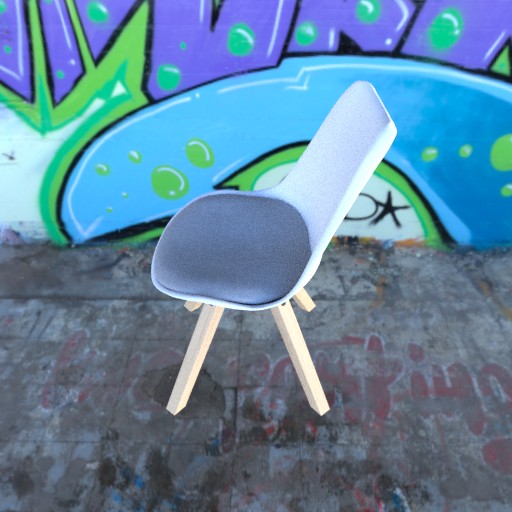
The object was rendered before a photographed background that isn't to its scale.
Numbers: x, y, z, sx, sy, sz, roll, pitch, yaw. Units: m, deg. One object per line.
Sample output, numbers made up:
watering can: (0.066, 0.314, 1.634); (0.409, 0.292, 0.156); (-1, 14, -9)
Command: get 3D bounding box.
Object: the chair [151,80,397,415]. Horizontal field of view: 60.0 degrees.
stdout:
chair: (0.000, 0.000, 1.194); (0.550, 0.850, 0.485); (0, 41, 0)
